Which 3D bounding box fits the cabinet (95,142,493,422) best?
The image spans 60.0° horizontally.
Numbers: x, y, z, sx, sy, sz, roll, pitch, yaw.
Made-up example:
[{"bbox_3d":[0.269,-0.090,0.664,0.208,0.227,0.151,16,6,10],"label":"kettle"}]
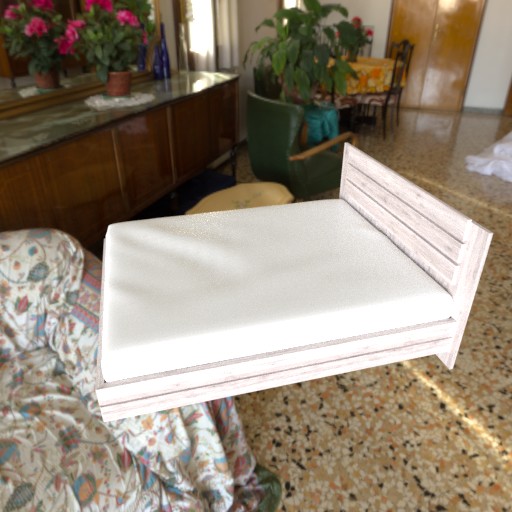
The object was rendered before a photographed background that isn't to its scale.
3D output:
[{"bbox_3d":[0.000,0.000,3.031,2.080,0.970,1.750,-8,31,-13],"label":"cabinet"}]
